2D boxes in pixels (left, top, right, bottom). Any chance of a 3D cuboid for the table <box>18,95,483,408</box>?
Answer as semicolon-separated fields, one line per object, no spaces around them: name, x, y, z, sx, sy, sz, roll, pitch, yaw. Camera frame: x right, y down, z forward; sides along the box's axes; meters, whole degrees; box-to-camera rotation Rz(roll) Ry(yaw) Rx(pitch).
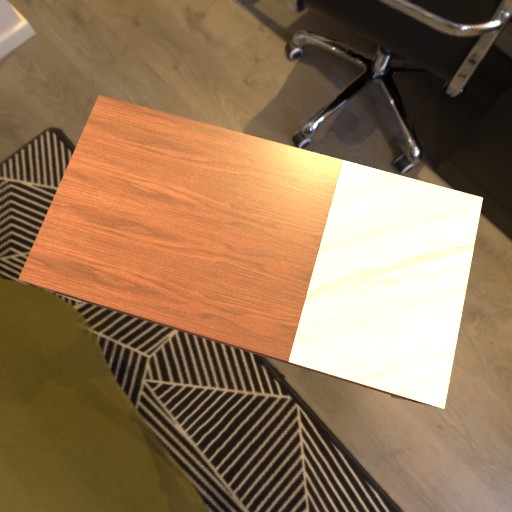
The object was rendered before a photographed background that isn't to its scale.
table;0.000;0.000;1.903;1.553;0.551;0.789;16;76;4
